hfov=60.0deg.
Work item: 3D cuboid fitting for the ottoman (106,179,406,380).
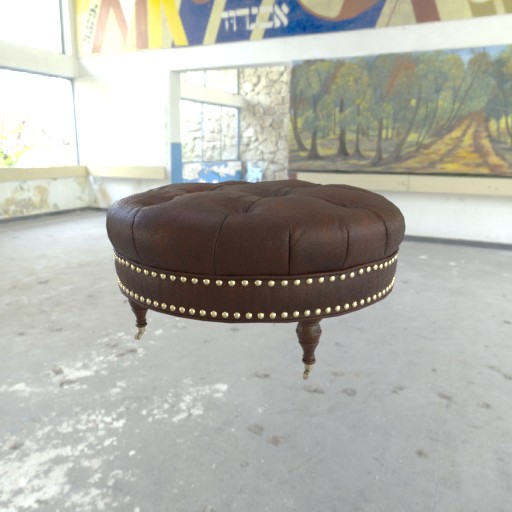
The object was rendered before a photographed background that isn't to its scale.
[{"bbox_3d":[0.000,0.000,1.408,0.901,0.455,0.901,0,14,0],"label":"ottoman"}]
